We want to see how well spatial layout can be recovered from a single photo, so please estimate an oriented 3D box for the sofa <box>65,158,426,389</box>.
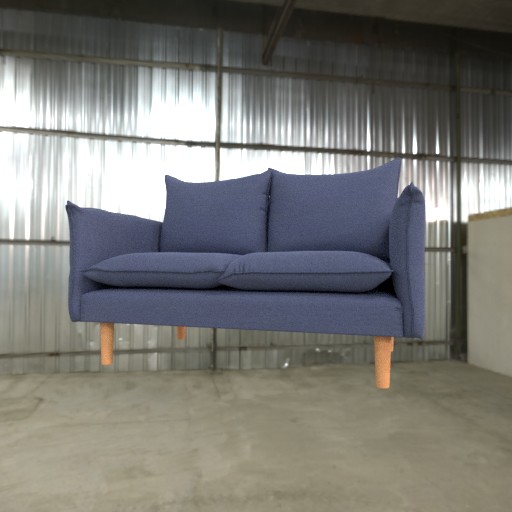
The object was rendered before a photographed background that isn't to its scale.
[{"bbox_3d":[0.000,0.000,1.832,1.300,0.840,0.820,0,-1,18],"label":"sofa"}]
